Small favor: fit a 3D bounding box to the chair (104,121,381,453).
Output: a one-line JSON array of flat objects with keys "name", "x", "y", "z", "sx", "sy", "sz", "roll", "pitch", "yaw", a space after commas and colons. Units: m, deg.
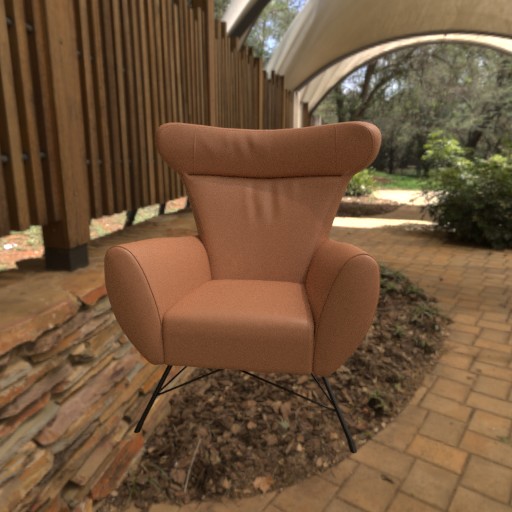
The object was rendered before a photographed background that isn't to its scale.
[{"name": "chair", "x": 0.000, "y": 0.000, "z": 1.769, "sx": 0.980, "sy": 1.050, "sz": 0.900, "roll": 2, "pitch": 14, "yaw": 8}]
